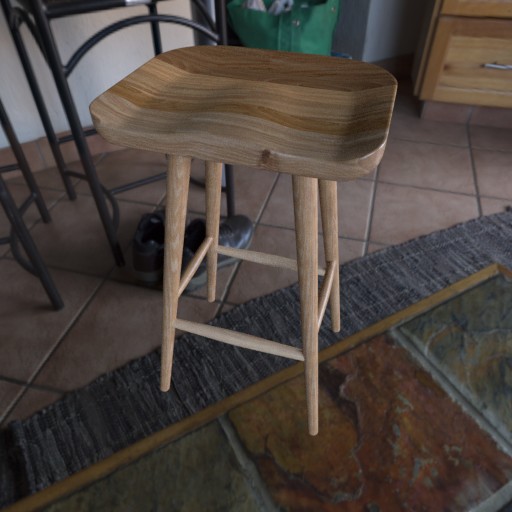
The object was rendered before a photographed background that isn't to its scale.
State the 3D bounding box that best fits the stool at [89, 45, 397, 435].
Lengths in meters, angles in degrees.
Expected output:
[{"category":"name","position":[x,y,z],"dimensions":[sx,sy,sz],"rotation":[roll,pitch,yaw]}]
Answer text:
[{"category":"stool","position":[0.000,0.000,0.901],"dimensions":[0.407,0.698,0.322],"rotation":[12,44,13]}]
